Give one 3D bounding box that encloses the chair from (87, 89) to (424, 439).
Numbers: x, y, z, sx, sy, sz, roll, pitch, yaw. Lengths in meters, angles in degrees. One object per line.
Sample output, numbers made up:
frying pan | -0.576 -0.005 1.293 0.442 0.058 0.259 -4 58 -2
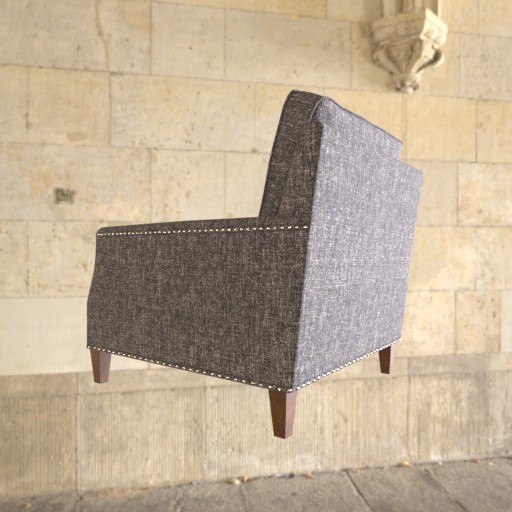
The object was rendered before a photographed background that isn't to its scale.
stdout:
chair | 0.000 0.000 1.700 1.014 0.943 0.853 0 1 37
